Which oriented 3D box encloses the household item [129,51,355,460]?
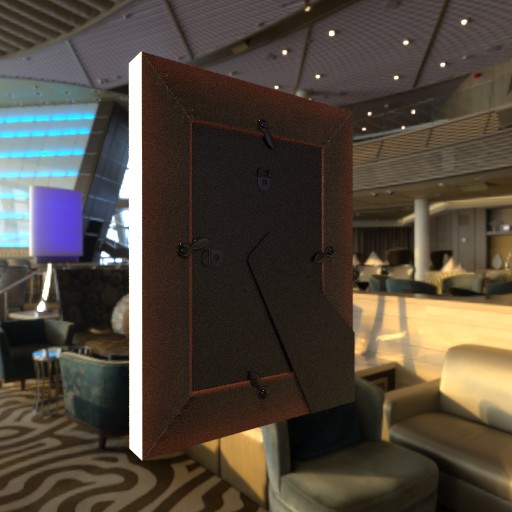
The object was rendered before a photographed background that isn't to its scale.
[{"bbox_3d":[0.000,0.000,0.291,0.165,0.216,0.025,0,0,-36],"label":"household item"}]
